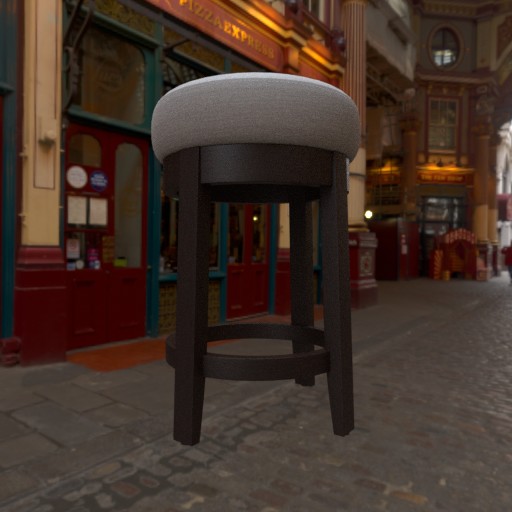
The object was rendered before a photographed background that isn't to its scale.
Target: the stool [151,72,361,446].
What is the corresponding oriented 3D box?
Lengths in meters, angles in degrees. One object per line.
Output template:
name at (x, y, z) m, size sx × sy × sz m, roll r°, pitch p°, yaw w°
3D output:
stool at (0.000, 0.000, 0.966) m, size 0.443 × 0.672 × 0.443 m, roll 0°, pitch 1°, yaw 0°
